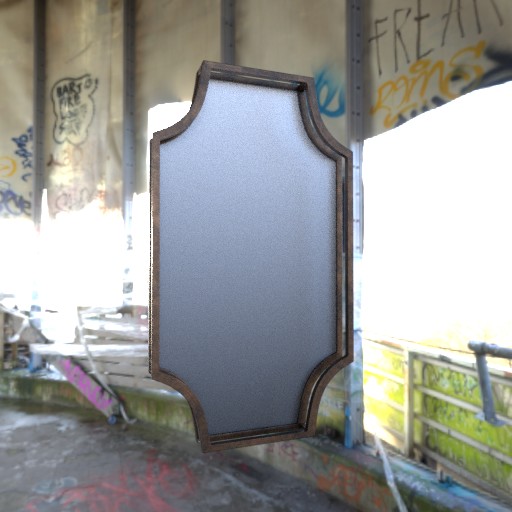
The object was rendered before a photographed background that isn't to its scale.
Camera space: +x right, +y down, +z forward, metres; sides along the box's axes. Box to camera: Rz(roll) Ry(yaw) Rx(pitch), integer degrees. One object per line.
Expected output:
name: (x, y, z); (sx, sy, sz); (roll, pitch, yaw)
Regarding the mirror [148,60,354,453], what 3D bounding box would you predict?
mirror: (0.000, 0.000, 0.989); (0.462, 0.811, 0.066); (0, -1, -20)
